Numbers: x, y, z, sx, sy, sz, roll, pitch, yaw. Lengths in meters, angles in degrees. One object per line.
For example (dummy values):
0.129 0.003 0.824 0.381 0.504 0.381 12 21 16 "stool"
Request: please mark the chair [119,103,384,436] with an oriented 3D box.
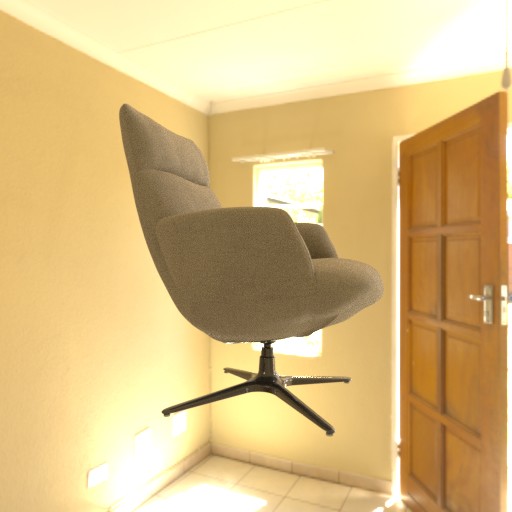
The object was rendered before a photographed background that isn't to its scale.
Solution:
0.000 0.000 1.604 0.889 1.016 0.711 0 0 17 "chair"
